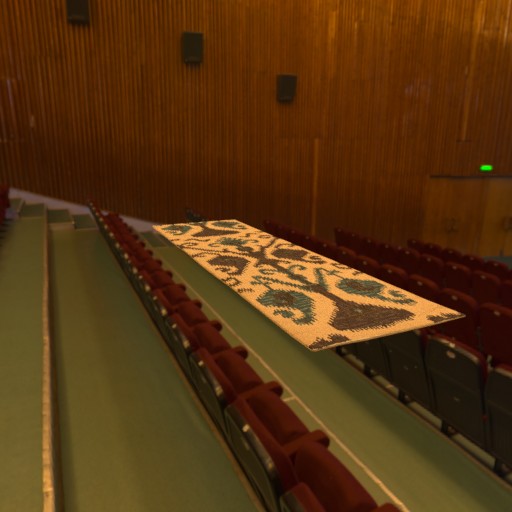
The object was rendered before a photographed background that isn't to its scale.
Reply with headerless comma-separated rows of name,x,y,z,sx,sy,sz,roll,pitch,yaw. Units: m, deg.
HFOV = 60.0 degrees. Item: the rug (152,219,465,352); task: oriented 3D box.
rug,0.000,0.000,2.547,0.692,0.017,2.301,-7,16,-24
